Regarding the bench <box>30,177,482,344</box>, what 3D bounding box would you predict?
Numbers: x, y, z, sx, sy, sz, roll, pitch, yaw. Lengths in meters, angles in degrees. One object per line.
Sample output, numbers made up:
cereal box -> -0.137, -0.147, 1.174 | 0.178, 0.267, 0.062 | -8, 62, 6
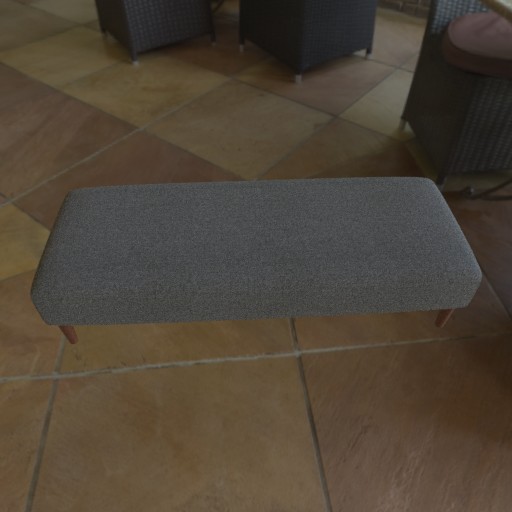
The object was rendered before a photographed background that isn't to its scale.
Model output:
bench -> 0.000, 0.000, 1.856 | 1.598, 0.384, 0.631 | -2, 46, -2
